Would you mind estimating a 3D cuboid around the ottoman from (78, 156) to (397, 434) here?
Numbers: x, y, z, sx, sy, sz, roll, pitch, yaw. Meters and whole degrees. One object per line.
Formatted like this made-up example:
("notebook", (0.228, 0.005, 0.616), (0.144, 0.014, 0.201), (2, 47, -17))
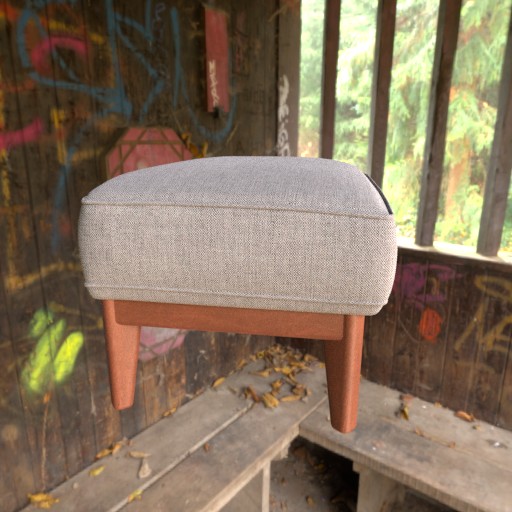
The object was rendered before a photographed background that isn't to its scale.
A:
("ottoman", (0.000, 0.000, 1.078), (0.555, 0.458, 0.750), (3, 16, 9))
